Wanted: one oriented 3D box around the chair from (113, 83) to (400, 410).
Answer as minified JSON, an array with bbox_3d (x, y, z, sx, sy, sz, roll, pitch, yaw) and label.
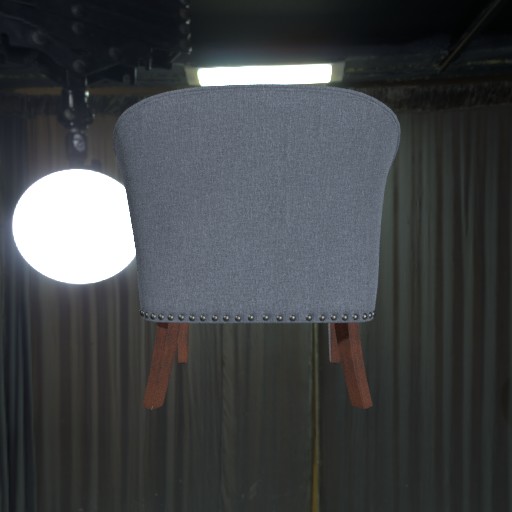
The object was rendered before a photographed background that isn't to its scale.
[{"bbox_3d":[0.000,0.000,1.392,0.798,0.815,0.704,0,-1,0],"label":"chair"}]
